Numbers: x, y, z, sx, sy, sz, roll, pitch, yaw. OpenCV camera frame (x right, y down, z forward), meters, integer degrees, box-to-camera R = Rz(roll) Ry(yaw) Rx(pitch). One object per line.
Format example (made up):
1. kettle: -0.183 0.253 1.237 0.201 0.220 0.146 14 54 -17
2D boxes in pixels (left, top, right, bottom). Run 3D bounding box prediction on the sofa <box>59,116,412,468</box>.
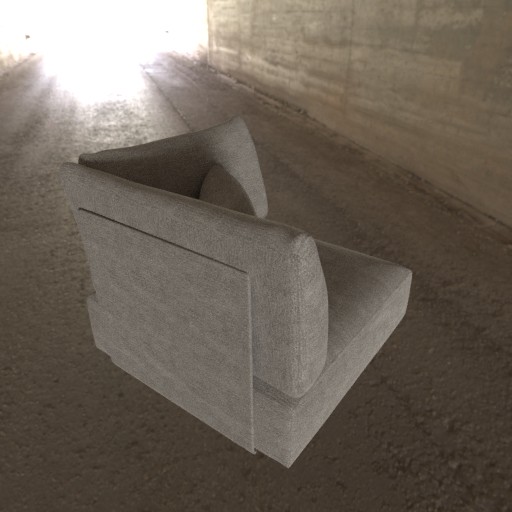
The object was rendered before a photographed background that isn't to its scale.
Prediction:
1. sofa: 0.000 0.000 1.729 1.000 0.820 1.000 20 34 32
